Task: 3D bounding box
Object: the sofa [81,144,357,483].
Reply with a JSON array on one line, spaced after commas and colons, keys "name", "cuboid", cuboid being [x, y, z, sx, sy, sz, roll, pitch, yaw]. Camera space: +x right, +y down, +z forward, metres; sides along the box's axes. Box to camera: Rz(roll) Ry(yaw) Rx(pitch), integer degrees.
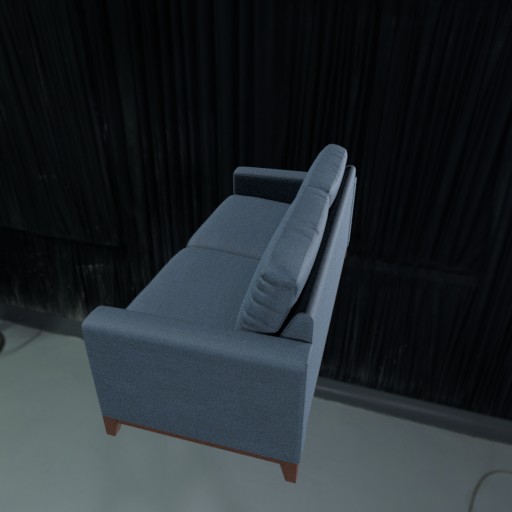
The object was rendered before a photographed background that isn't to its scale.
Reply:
[{"name": "sofa", "cuboid": [0.000, 0.000, 2.387, 0.877, 0.865, 1.900, 8, 30, 14]}]
